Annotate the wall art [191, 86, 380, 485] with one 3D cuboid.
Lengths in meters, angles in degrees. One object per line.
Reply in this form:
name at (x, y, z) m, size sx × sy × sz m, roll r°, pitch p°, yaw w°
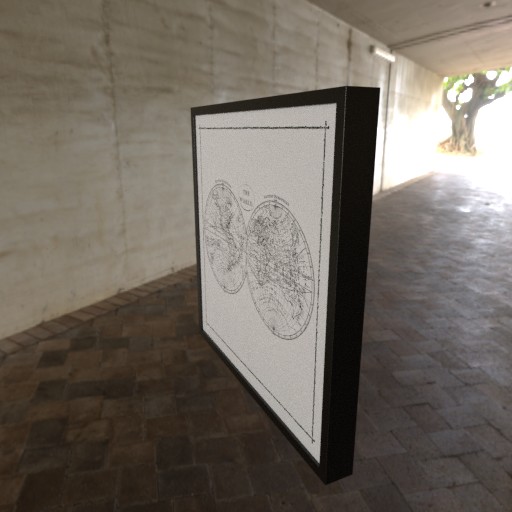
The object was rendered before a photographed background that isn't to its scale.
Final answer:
wall art at (0.000, 0.000, 0.480) m, size 0.029 × 0.318 × 0.327 m, roll -8°, pitch 18°, yaw -25°
